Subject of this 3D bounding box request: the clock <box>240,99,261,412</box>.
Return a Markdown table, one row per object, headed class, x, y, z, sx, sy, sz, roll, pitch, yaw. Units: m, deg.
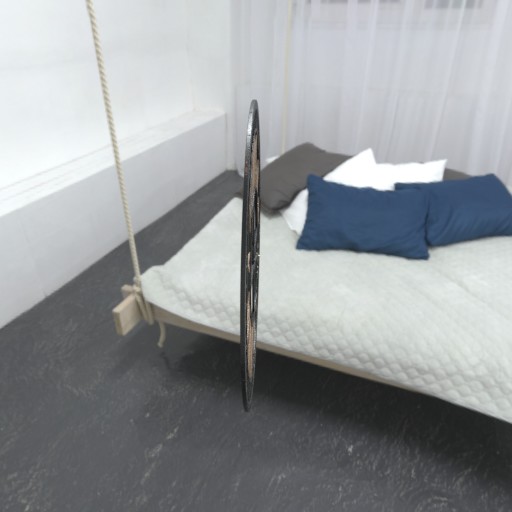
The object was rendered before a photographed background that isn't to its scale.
| class | x | y | z | sx | sy | sz | roll | pitch | yaw |
| --- | --- | --- | --- | --- | --- | --- | --- | --- | --- |
| clock | 0.000 | 0.000 | 1.267 | 0.025 | 0.843 | 0.843 | 1 | 31 | 2 |
